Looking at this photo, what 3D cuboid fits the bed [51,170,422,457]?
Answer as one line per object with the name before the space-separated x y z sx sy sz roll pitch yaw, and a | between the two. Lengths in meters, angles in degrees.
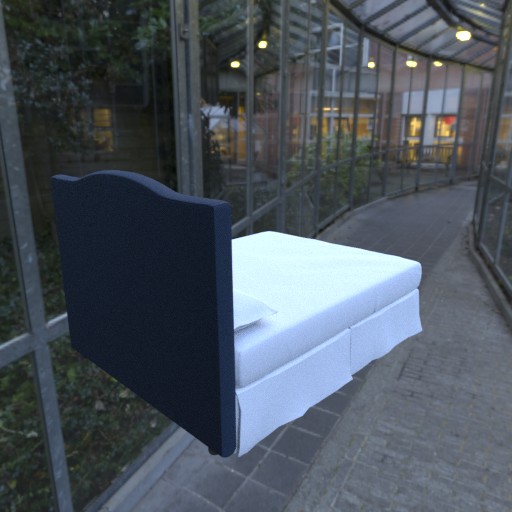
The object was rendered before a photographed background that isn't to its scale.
bed | 0.000 0.000 3.411 1.821 1.436 2.282 15 22 42
